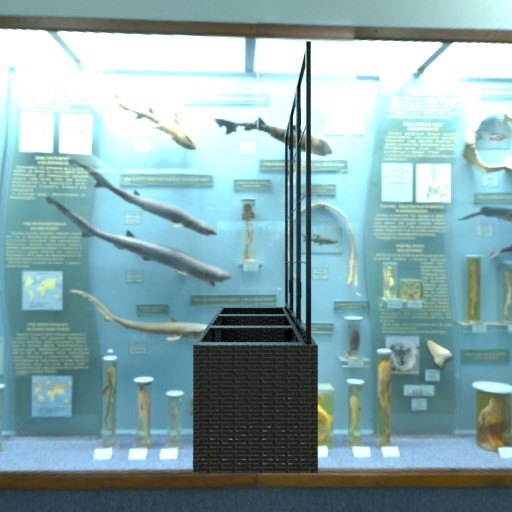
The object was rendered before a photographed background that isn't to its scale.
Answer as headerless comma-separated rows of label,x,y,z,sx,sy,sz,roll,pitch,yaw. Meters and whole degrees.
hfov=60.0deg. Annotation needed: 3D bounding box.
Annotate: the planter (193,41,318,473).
planter,0.000,0.000,1.202,0.244,0.841,0.699,0,0,0
